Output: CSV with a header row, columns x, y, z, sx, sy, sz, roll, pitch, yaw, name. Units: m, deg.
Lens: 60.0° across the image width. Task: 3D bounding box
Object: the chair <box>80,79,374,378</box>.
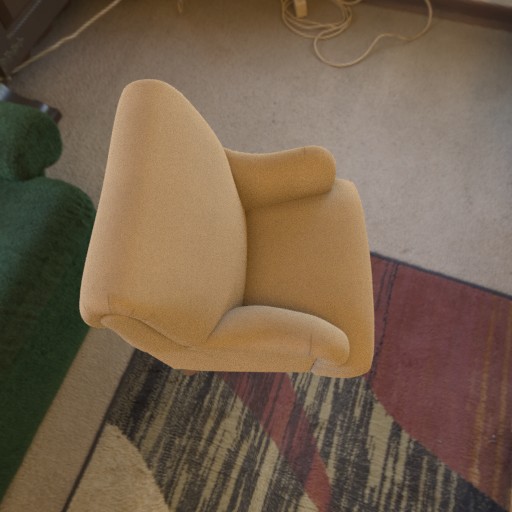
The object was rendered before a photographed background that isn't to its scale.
x,y,z,sx,sy,sz,roll,pitch,yaw,name
0.000,0.000,1.547,0.842,0.942,0.766,1,64,0,chair
